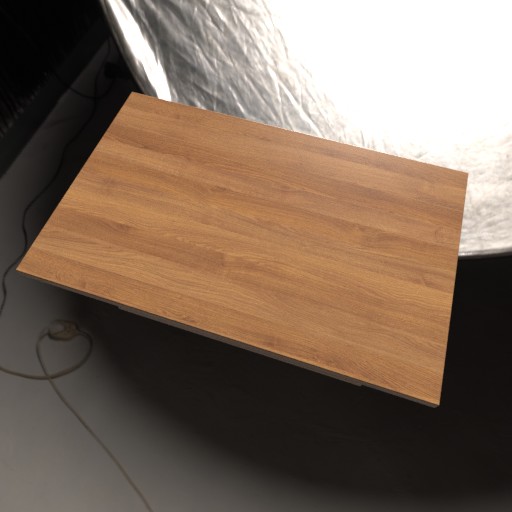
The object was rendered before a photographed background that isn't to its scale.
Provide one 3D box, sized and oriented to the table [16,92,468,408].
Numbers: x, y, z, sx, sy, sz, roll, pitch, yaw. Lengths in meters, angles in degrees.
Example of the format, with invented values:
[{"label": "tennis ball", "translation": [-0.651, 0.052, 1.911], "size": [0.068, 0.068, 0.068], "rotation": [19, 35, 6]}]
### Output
[{"label": "table", "translation": [0.000, 0.000, 1.434], "size": [1.100, 0.442, 0.700], "rotation": [16, 63, 9]}]
